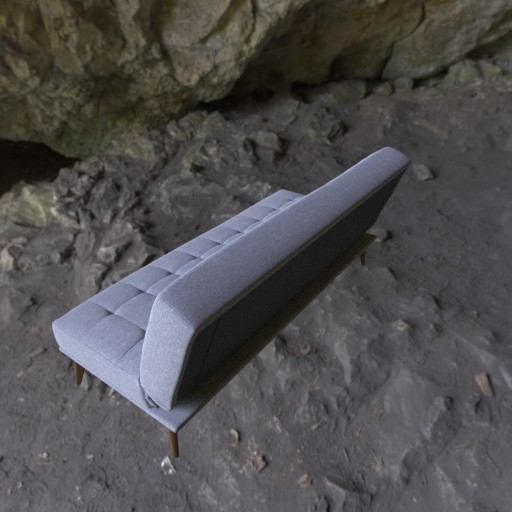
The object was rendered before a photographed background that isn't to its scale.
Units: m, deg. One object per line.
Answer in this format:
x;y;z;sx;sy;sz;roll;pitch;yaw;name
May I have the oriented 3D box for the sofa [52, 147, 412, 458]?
0.000;0.000;2.245;0.860;0.810;1.800;21;37;30;sofa
